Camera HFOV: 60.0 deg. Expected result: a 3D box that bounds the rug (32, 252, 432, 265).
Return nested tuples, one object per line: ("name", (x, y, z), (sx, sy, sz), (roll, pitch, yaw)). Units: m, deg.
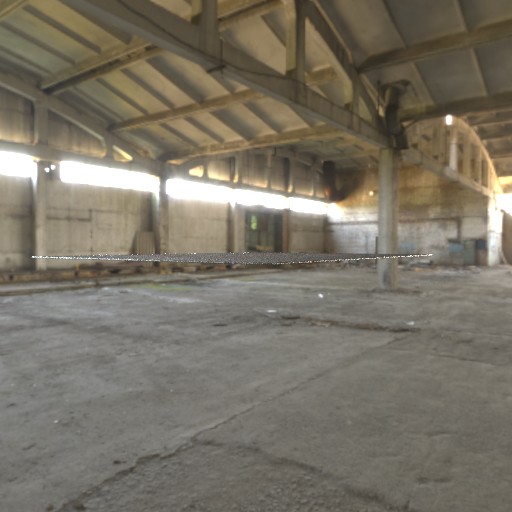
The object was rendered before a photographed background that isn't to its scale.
("rug", (0.000, 0.000, 4.226), (2.434, 0.013, 3.057), (1, 2, 37))
